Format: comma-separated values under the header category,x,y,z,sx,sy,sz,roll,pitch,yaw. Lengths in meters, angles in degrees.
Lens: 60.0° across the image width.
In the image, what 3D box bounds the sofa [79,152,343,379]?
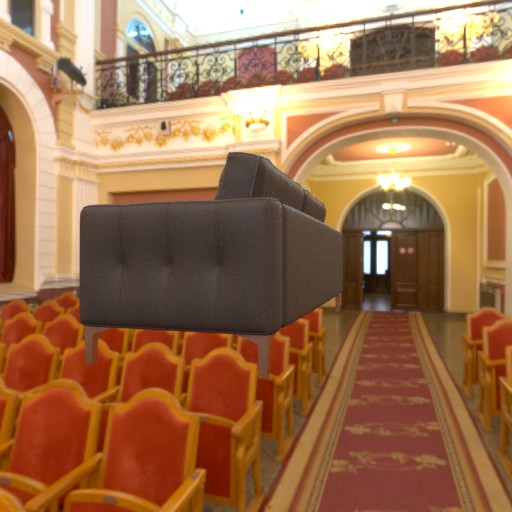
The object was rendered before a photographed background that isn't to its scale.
category,x,y,z,sx,sy,sz,roll,pitch,yaw
sofa,0.000,0.000,2.743,0.833,0.893,2.275,0,0,17
